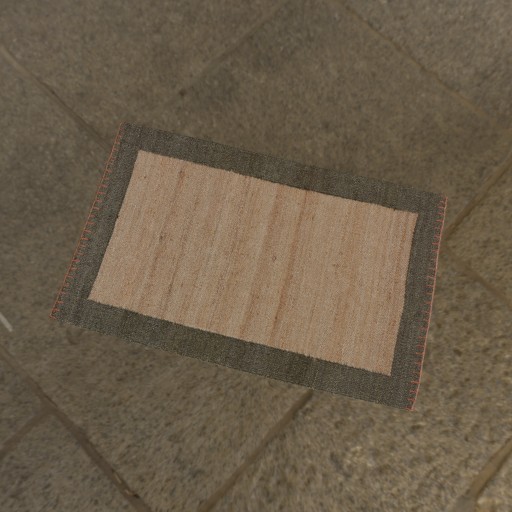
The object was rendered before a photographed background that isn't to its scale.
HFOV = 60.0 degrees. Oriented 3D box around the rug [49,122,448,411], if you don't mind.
[{"bbox_3d":[0.000,0.000,3.019,2.435,0.006,1.521,14,76,3],"label":"rug"}]
